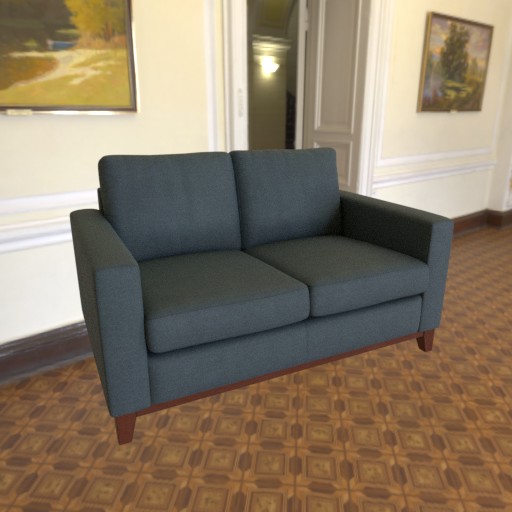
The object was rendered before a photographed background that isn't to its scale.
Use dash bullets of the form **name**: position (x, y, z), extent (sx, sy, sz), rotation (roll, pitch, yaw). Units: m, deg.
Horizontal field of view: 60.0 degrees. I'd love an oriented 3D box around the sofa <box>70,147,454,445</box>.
- **sofa**: position (0.000, 0.000, 2.032), extent (1.489, 0.903, 0.955), rotation (-9, 20, -25)
